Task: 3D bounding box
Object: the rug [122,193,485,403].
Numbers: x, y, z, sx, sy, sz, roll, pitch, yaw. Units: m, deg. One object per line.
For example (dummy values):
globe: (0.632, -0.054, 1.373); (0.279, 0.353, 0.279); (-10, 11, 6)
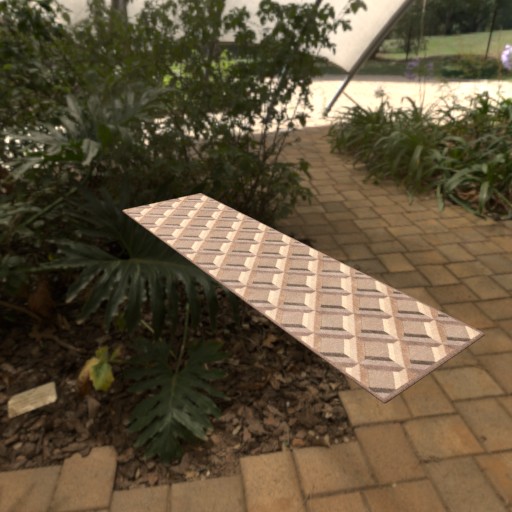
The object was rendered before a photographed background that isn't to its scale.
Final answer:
rug: (0.000, 0.000, 2.626); (0.685, 0.013, 2.437); (-18, 32, -33)
